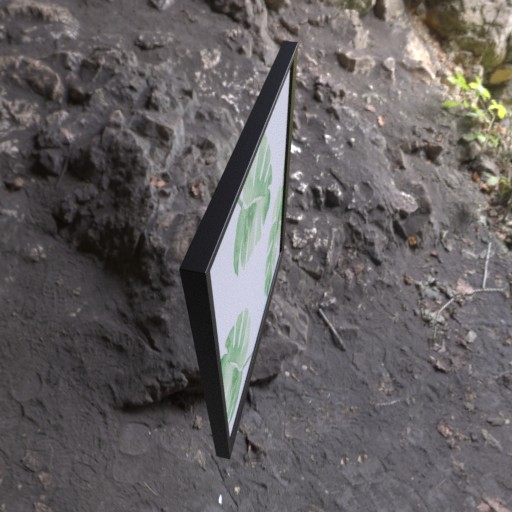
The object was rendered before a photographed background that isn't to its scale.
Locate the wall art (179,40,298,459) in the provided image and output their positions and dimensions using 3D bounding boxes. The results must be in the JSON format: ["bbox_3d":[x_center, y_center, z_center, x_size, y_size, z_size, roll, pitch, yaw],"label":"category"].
[{"bbox_3d":[0.000,0.000,1.134,0.038,0.765,0.765,10,49,9],"label":"wall art"}]
